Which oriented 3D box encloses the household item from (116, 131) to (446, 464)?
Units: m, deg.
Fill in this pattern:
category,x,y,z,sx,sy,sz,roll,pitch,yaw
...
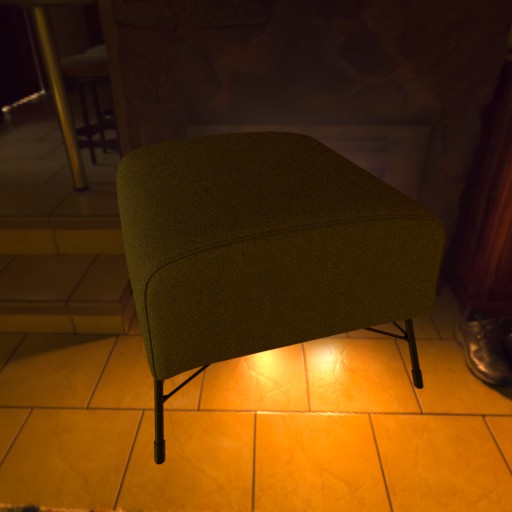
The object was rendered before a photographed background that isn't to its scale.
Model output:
category,x,y,z,sx,sy,sz,roll,pitch,yaw
household item,0.000,0.000,0.917,0.530,0.410,0.530,-10,32,-16
